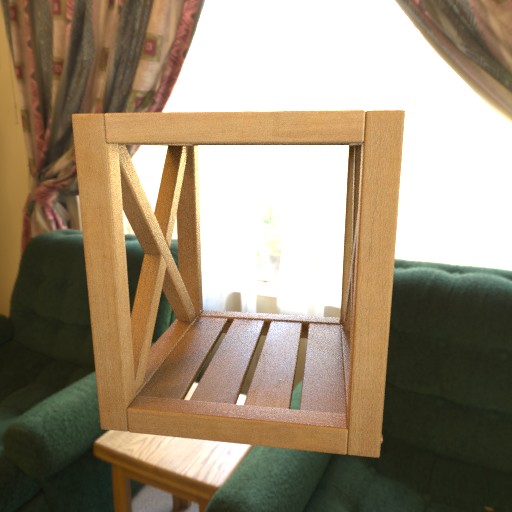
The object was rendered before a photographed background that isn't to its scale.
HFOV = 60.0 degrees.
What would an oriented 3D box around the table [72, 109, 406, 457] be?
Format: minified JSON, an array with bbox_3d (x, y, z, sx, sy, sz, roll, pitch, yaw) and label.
[{"bbox_3d":[0.000,0.000,1.048,0.558,0.610,0.559,2,14,9],"label":"table"}]
